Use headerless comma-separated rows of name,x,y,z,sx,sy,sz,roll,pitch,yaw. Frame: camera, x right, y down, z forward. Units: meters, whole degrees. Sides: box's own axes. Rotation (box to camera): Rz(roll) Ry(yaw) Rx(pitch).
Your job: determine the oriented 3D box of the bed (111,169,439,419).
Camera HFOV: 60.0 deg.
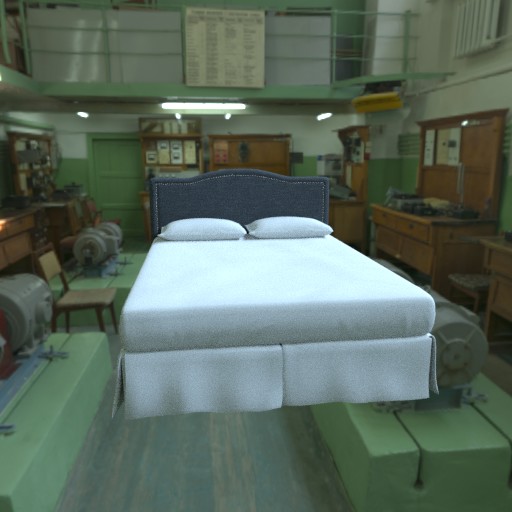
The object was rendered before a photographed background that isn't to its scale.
bed,0.000,0.000,3.965,2.161,1.457,2.689,-2,13,-8
